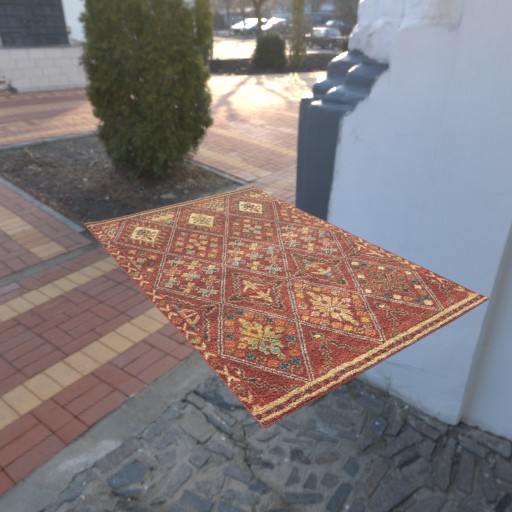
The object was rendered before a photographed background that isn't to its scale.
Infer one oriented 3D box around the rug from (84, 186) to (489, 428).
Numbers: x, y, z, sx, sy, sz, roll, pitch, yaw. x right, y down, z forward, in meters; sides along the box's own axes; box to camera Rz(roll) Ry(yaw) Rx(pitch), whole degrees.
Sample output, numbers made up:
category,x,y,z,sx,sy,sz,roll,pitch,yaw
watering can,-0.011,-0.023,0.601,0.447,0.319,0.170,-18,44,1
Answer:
category,x,y,z,sx,sy,sz,roll,pitch,yaw
rug,0.000,0.000,2.854,1.521,0.026,2.286,-18,33,-31
